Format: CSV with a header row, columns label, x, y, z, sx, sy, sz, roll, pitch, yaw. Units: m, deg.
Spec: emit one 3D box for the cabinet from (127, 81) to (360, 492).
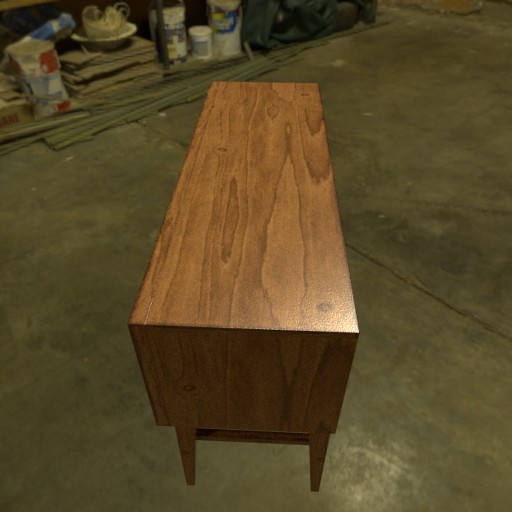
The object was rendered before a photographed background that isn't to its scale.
label,x,y,z,sx,sy,sz,roll,pitch,yaw
cabinet,0.000,0.000,1.659,0.477,0.802,1.363,2,41,2
